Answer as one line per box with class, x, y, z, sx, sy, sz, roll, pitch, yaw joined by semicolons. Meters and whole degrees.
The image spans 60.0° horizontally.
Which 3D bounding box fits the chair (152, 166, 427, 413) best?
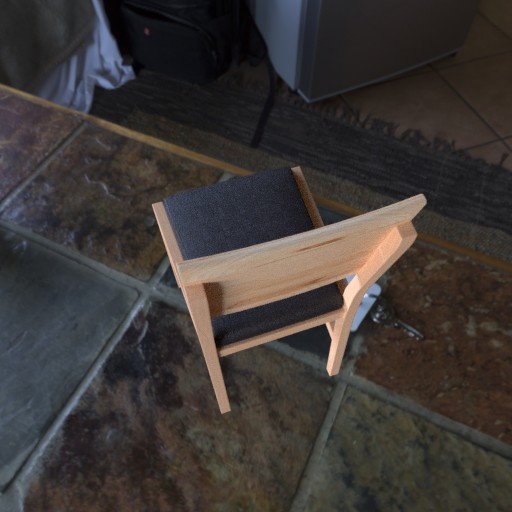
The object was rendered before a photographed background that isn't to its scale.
chair;0.000;0.000;1.234;0.475;0.950;0.560;-16;60;-10
